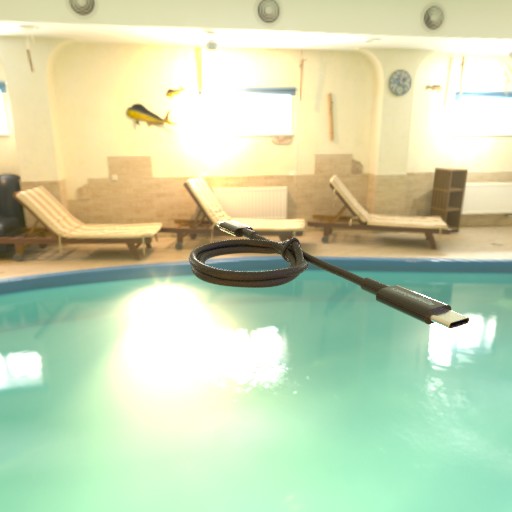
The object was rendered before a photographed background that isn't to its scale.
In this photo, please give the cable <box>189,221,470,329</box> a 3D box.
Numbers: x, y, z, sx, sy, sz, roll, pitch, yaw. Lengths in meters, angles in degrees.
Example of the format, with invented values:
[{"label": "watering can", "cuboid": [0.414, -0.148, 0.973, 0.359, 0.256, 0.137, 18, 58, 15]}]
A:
[{"label": "cable", "cuboid": [0.000, 0.000, 0.230, 0.070, 0.014, 0.203, -8, 18, -28]}]
